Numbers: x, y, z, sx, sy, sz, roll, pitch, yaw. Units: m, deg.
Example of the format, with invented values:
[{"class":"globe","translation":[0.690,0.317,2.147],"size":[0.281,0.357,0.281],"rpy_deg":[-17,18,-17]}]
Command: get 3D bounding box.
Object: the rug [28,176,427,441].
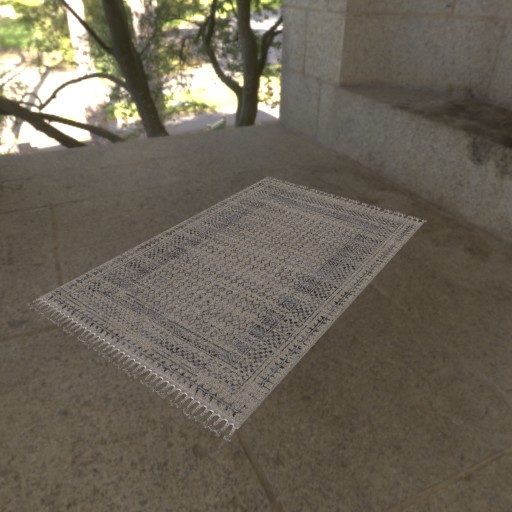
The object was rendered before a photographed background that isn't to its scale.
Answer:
[{"class":"rug","translation":[0.000,0.000,3.056],"size":[1.548,0.013,2.486],"rpy_deg":[22,38,30]}]
